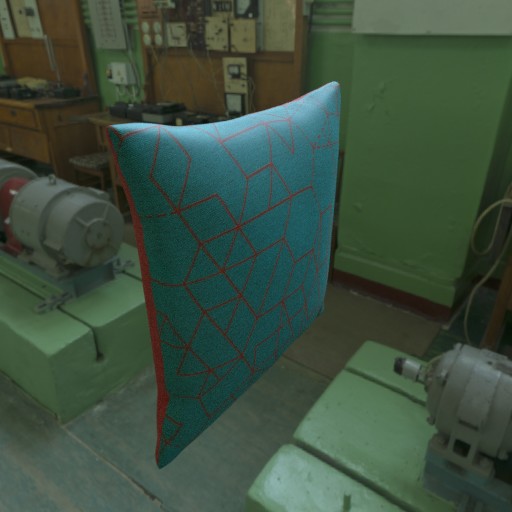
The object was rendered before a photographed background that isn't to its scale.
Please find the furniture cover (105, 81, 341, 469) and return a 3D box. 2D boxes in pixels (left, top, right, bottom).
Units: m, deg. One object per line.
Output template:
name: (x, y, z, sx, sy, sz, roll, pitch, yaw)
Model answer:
furniture cover: (0.000, 0.000, 0.742, 0.158, 0.508, 0.517, 18, 32, 31)
